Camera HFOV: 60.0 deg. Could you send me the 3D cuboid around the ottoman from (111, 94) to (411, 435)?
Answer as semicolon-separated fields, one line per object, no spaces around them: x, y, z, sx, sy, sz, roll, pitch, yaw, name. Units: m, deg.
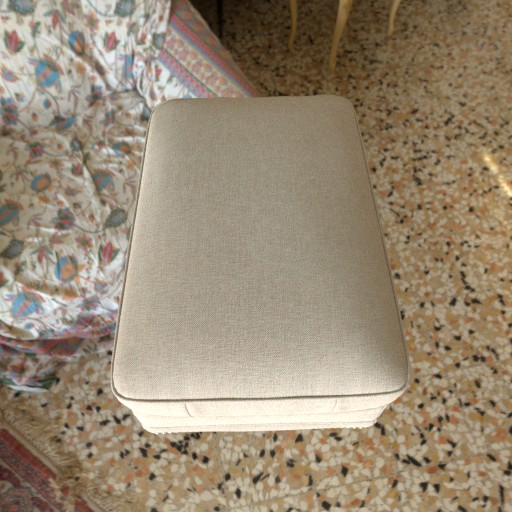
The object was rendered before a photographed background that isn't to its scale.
0.000;0.000;1.129;0.559;0.458;0.813;-1;59;-1;ottoman
